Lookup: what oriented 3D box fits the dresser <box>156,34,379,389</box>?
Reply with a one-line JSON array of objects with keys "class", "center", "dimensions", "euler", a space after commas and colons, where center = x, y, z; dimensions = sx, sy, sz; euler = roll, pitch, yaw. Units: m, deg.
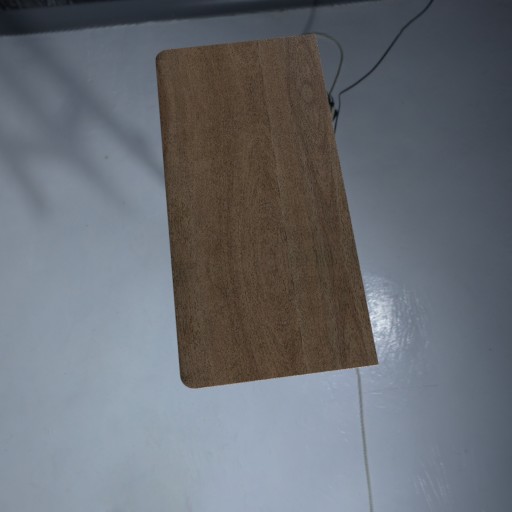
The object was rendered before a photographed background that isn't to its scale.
[{"class": "dresser", "center": [0.000, 0.000, 1.832], "dimensions": [0.484, 1.318, 0.973], "euler": [-7, 75, -2]}]
